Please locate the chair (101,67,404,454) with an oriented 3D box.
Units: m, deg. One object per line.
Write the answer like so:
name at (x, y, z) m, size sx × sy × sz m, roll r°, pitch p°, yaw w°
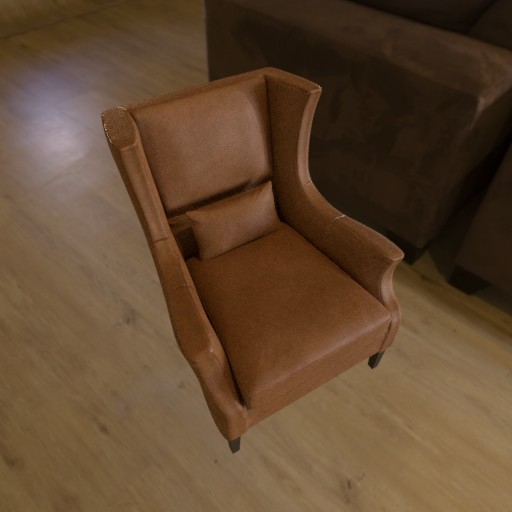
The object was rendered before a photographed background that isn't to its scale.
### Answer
chair at (0.000, 0.000, 1.685) m, size 0.852 × 1.016 × 0.925 m, roll -24°, pitch 51°, yaw -21°
